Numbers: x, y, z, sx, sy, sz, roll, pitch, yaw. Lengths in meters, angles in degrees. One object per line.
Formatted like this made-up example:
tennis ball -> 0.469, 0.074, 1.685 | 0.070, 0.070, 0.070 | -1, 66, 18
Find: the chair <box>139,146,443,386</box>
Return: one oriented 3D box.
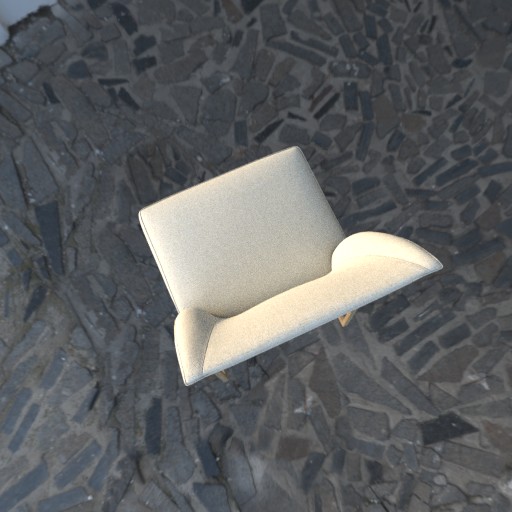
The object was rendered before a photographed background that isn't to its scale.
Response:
chair -> 0.000, 0.000, 1.186 | 0.508, 0.863, 0.522 | -24, 77, -6
